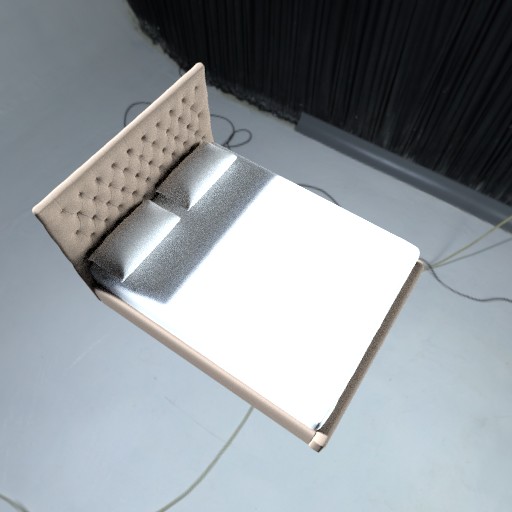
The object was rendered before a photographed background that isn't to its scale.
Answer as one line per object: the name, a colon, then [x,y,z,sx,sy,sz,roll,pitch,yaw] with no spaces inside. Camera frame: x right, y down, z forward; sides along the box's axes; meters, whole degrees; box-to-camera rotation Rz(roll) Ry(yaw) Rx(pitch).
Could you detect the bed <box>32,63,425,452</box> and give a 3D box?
bed: [0.000,0.000,3.352,2.233,1.426,1.696,30,65,16]
